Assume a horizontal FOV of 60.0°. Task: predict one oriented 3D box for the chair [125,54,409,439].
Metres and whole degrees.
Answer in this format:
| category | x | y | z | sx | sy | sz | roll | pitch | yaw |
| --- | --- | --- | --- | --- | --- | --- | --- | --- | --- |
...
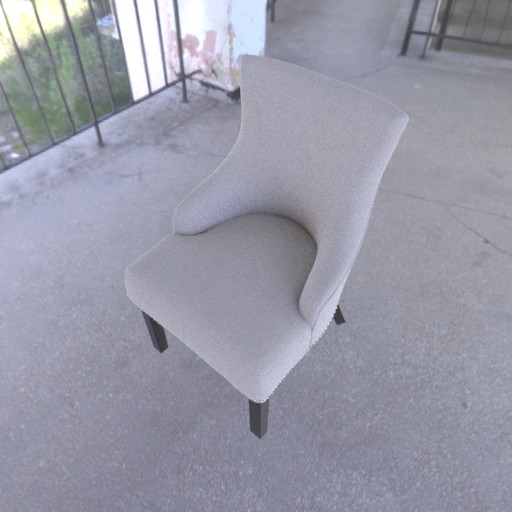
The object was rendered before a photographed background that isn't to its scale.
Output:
| category | x | y | z | sx | sy | sz | roll | pitch | yaw |
| --- | --- | --- | --- | --- | --- | --- | --- | --- | --- |
| chair | 0.000 | 0.000 | 1.321 | 0.566 | 0.909 | 0.629 | 32 | 55 | 26 |
